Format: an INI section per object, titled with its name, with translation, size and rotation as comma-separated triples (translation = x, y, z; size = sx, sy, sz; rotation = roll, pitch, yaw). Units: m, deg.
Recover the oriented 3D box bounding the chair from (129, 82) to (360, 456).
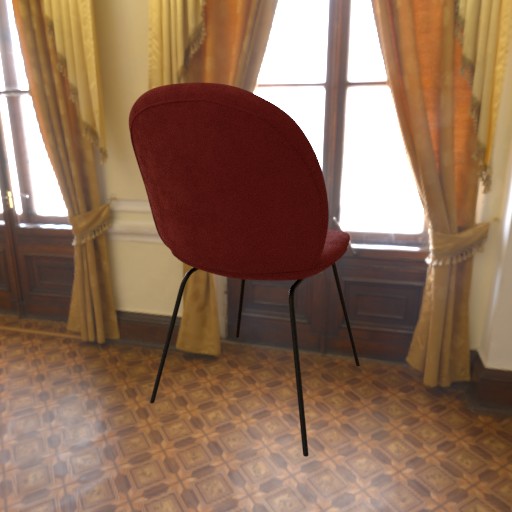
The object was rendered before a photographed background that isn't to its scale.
[chair]
translation = 0.000, 0.000, 1.150
size = 0.458, 0.791, 0.587
rotation = 8, 18, 26
